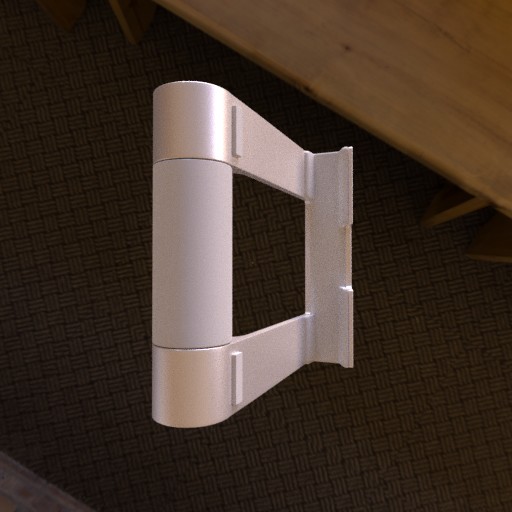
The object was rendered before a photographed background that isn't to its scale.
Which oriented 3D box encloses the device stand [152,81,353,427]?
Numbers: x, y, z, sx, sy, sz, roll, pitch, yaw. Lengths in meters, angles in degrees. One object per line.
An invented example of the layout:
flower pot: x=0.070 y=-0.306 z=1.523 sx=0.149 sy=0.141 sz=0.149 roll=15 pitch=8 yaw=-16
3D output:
device stand: x=0.000 y=0.000 z=0.152 sx=0.079 sy=0.084 sz=0.086 roll=0 pitch=89 yaw=0
